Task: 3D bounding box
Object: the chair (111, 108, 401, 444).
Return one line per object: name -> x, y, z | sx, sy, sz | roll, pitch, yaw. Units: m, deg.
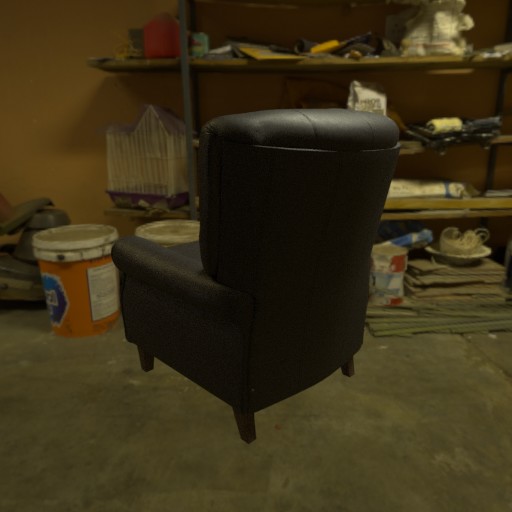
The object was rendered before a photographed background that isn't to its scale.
chair -> 0.000, 0.000, 1.875 | 0.948, 1.158, 1.058 | -15, 22, -42
